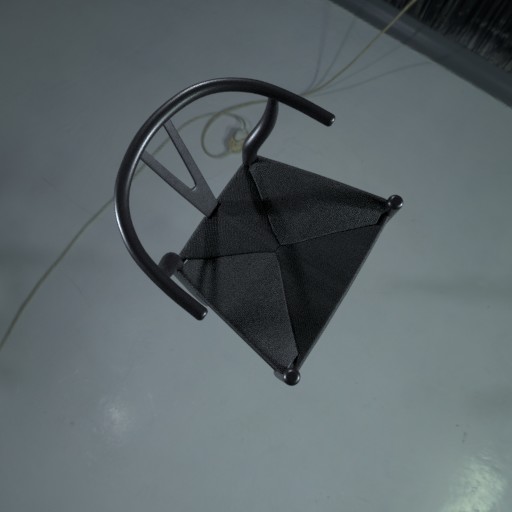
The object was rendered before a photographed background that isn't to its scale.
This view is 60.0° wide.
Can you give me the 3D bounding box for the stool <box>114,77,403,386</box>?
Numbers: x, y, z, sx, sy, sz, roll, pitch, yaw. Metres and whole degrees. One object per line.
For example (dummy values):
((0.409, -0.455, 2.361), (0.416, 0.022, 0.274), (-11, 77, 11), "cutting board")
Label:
((0.000, 0.000, 1.417), (0.579, 1.072, 0.569), (32, 78, 7), "stool")
